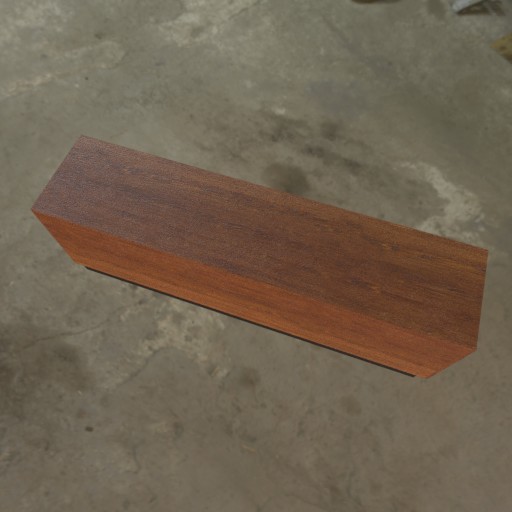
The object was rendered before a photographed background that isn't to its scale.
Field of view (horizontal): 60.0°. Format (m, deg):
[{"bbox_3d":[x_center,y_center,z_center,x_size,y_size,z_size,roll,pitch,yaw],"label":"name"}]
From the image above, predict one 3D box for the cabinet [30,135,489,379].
[{"bbox_3d":[0.000,0.000,1.819,1.600,0.510,0.419,17,65,8],"label":"cabinet"}]
